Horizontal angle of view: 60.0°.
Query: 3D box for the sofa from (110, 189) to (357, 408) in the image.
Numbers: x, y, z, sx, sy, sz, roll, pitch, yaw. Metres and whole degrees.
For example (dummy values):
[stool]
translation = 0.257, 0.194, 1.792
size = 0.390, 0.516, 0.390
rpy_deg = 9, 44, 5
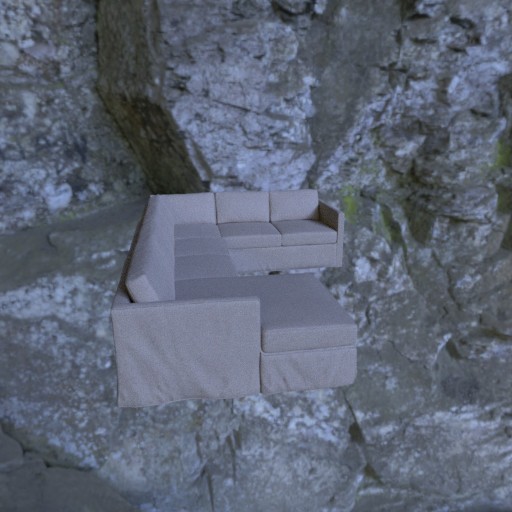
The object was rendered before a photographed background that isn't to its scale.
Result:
[sofa]
translation = 0.000, 0.000, 4.565
size = 2.476, 0.878, 3.528
rpy_deg = -3, 18, -10
